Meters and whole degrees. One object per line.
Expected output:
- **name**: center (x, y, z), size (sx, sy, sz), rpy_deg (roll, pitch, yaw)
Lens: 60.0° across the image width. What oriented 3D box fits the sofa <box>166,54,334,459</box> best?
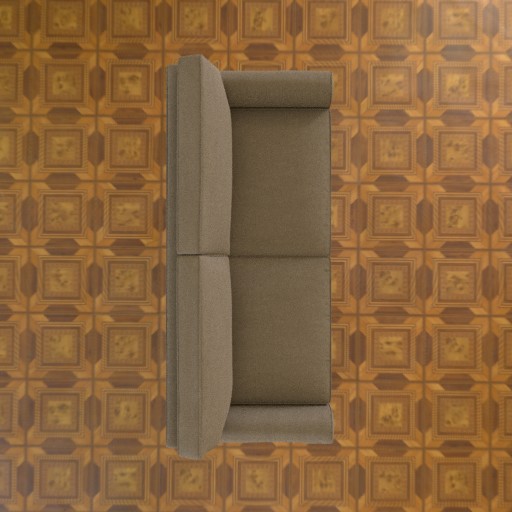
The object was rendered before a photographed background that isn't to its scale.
- **sofa**: center (0.000, 0.000, 2.723), size (0.991, 0.943, 2.248), rpy_deg (0, 90, 0)
